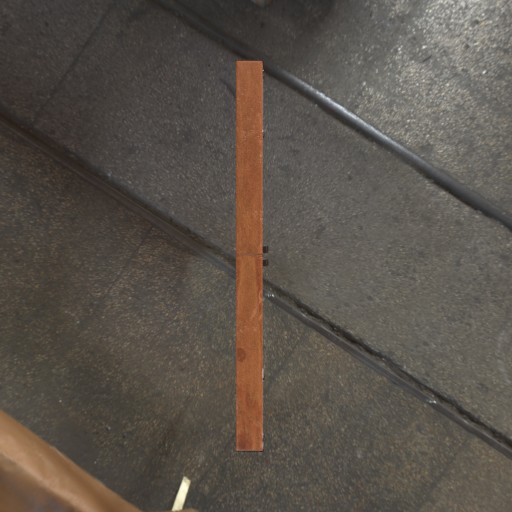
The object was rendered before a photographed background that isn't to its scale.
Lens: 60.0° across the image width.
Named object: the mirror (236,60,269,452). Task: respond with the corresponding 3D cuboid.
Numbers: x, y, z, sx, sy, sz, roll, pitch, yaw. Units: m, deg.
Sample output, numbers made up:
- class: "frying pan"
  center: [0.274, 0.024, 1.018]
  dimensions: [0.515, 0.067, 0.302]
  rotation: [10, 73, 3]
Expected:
- class: "mirror"
  center: [0.000, 0.000, 0.960]
  dimensions: [0.053, 0.761, 0.517]
  rotation: [0, 90, 0]
